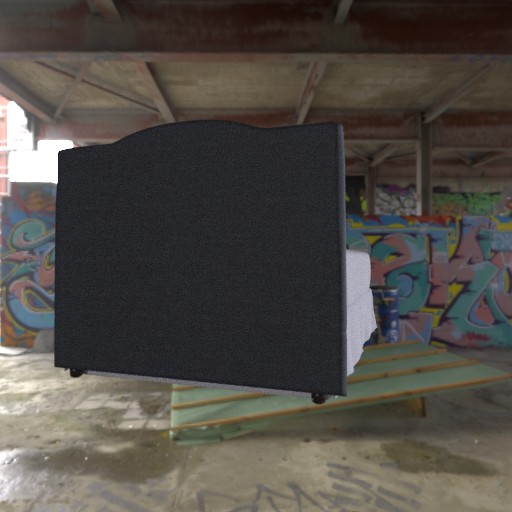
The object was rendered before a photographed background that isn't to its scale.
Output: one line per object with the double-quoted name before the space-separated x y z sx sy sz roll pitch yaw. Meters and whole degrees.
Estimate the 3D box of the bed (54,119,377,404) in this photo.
"bed" 0.000 0.000 3.532 1.747 1.441 2.507 0 0 19
